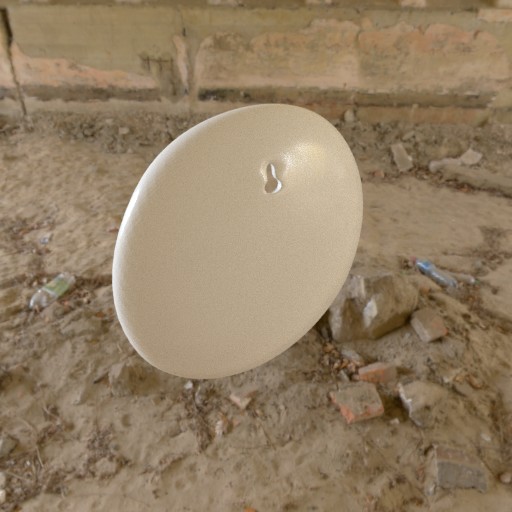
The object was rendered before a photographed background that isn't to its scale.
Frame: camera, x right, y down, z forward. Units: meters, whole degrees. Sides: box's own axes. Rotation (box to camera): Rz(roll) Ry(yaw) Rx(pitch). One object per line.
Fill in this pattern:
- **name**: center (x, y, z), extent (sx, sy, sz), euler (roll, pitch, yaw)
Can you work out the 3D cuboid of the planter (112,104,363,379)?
- **planter**: center (0.000, 0.000, 0.286), extent (0.185, 0.188, 0.043), euler (-19, 35, -28)
